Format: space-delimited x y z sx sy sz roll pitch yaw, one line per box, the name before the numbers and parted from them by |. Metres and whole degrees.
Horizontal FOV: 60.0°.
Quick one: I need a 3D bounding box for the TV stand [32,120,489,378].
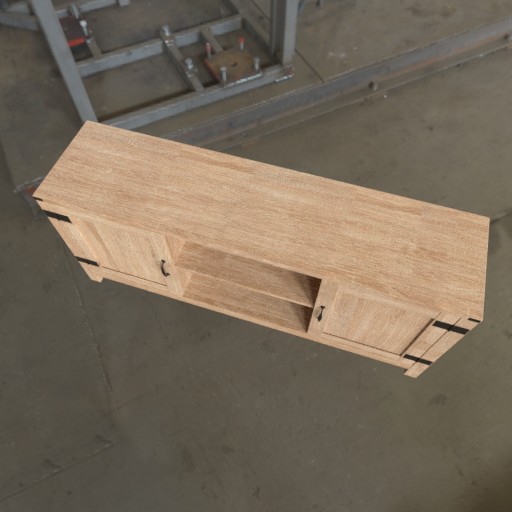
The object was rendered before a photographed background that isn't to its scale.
TV stand | 0.000 0.000 1.719 1.466 0.610 0.398 15 61 9
